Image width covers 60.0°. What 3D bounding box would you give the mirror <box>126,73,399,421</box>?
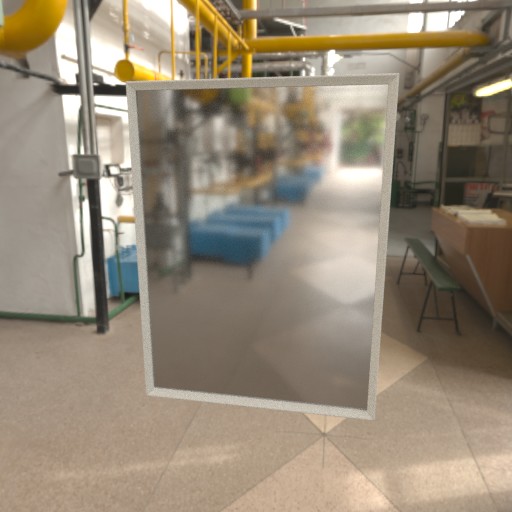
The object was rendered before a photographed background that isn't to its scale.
[{"bbox_3d":[0.000,0.000,1.354,0.762,1.016,0.041,3,14,11],"label":"mirror"}]
